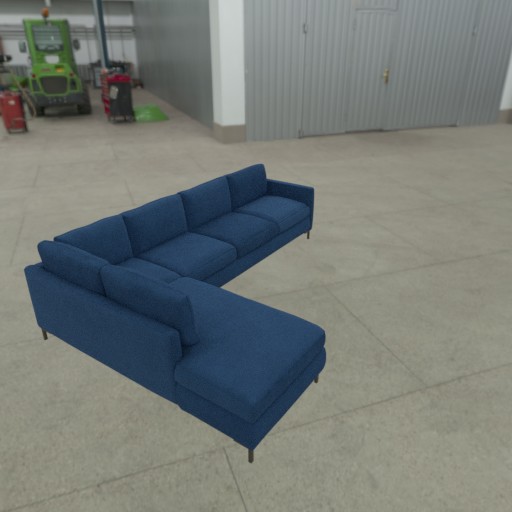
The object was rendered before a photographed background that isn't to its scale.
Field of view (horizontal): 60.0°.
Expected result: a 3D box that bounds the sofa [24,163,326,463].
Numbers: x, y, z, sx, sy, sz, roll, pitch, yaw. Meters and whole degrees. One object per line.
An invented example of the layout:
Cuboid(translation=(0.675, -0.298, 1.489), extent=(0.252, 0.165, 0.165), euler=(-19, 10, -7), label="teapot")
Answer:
Cuboid(translation=(0.000, 0.000, 3.759), extent=(2.007, 0.815, 2.949), euler=(17, 30, 31), label="sofa")
